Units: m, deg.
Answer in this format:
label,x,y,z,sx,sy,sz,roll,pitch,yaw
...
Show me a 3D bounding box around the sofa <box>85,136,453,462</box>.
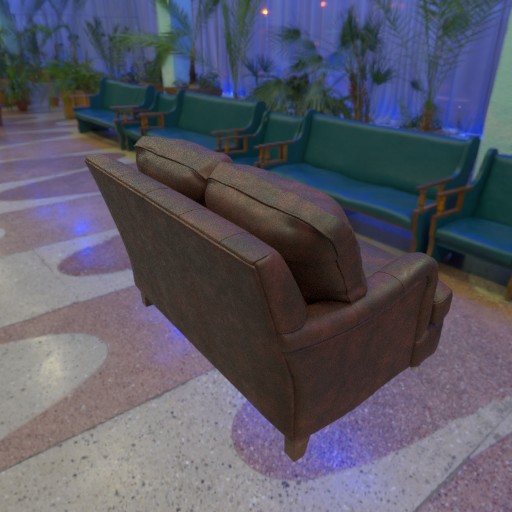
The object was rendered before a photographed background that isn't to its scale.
label,x,y,z,sx,sy,sz,roll,pitch,yaw
sofa,0.000,0.000,2.296,1.148,1.070,1.628,-19,33,-32
